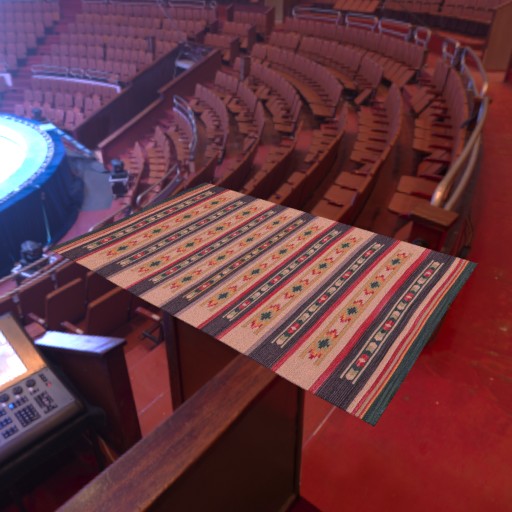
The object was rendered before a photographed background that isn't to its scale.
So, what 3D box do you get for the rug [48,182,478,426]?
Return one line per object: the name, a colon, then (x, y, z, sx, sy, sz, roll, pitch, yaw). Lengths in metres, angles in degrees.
rug: (0.000, 0.000, 2.837, 2.311, 0.010, 1.522, 21, 36, 32)
